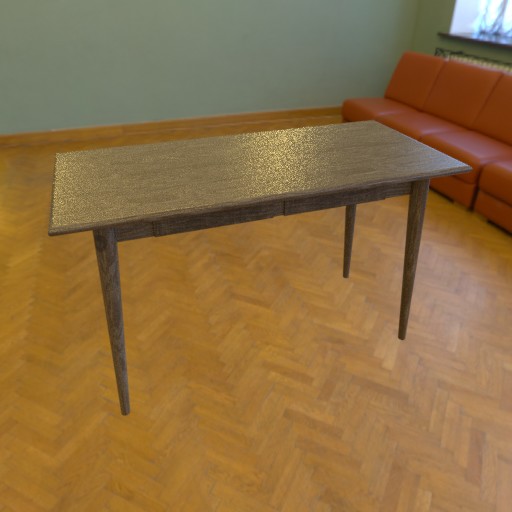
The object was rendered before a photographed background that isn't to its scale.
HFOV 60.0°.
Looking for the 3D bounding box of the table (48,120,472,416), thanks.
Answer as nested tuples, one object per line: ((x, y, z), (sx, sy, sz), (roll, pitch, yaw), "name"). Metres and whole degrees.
((0.000, 0.000, 1.719), (1.300, 0.780, 0.599), (-11, 34, -16), "table")
